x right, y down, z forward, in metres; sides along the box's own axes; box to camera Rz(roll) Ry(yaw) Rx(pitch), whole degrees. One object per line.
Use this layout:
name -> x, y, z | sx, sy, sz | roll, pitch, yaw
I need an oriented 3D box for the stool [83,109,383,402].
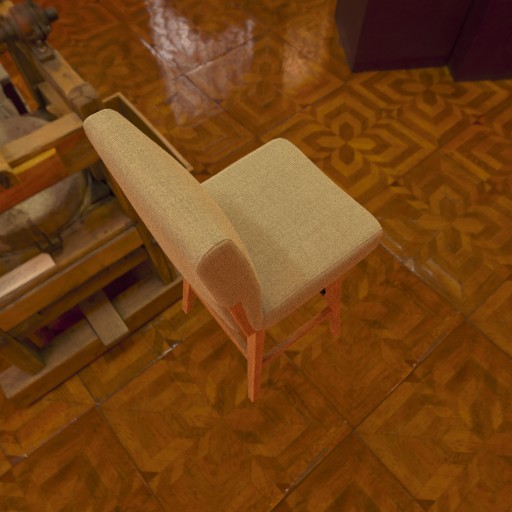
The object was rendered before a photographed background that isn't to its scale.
stool -> 0.000, 0.000, 1.345 | 0.569, 1.106, 0.483 | -34, 65, -18
